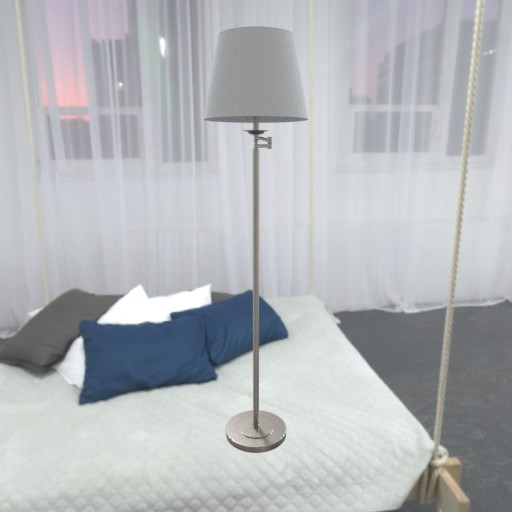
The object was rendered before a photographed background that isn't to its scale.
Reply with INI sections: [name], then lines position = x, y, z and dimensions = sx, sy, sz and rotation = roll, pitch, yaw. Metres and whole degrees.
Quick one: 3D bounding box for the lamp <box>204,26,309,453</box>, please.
[lamp]
position = 0.000, 0.000, 1.619
dimensions = 0.355, 1.473, 0.355
rotation = 0, 14, 0
